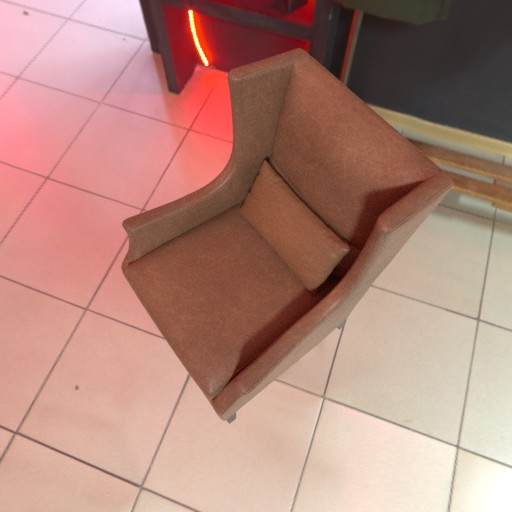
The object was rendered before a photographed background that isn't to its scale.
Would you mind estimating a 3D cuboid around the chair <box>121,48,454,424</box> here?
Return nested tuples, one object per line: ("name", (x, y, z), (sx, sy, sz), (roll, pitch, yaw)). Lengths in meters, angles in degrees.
("chair", (0.000, 0.000, 1.722), (0.913, 1.088, 0.815), (-34, 69, -15))
